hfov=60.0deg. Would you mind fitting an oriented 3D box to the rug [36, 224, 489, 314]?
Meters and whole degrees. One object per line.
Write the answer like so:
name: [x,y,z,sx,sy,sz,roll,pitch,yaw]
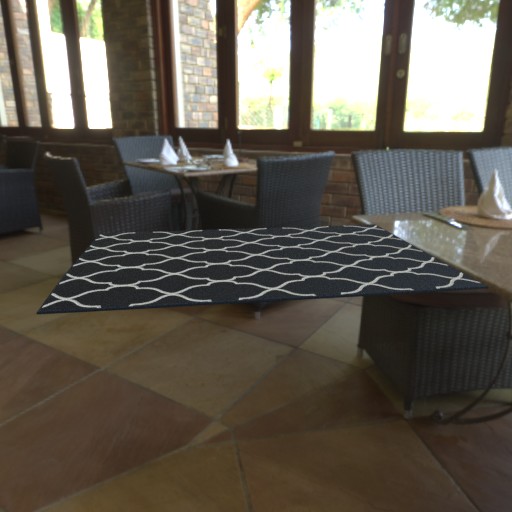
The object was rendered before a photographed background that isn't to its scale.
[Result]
rug: [0.000,0.000,2.914,2.290,0.014,1.526,-2,17,-8]
